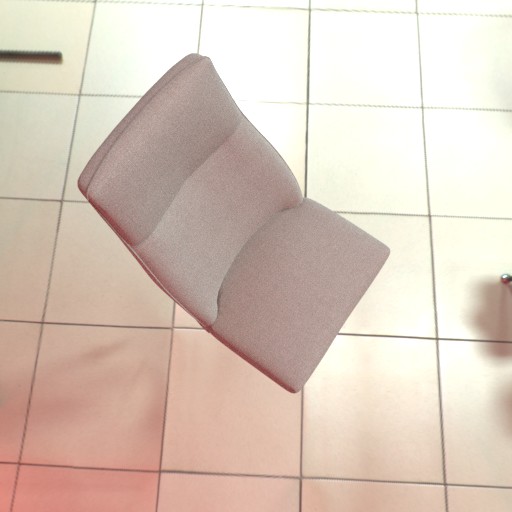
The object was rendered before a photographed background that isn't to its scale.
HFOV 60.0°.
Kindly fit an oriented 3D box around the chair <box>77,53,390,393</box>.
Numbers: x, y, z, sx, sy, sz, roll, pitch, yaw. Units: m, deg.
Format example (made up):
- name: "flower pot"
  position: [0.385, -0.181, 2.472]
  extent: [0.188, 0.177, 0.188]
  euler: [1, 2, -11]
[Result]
- name: "chair"
  position: [0.000, 0.000, 1.250]
  extent: [0.620, 0.930, 0.500]
  euler: [35, 78, 8]
